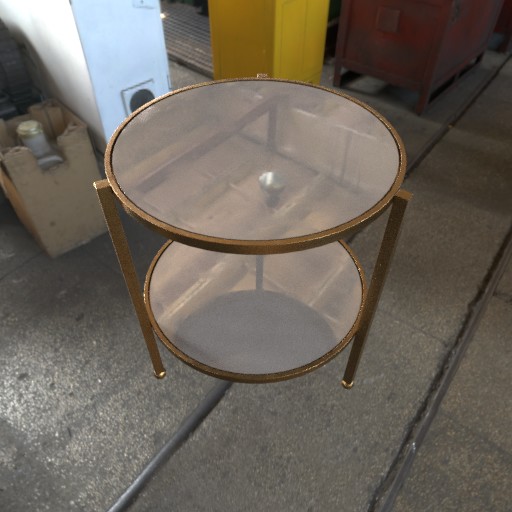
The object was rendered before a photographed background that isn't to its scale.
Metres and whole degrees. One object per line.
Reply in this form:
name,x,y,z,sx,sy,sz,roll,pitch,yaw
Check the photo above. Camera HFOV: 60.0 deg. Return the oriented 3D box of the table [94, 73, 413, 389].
table,0.000,0.000,0.449,0.231,0.269,0.243,2,46,2
